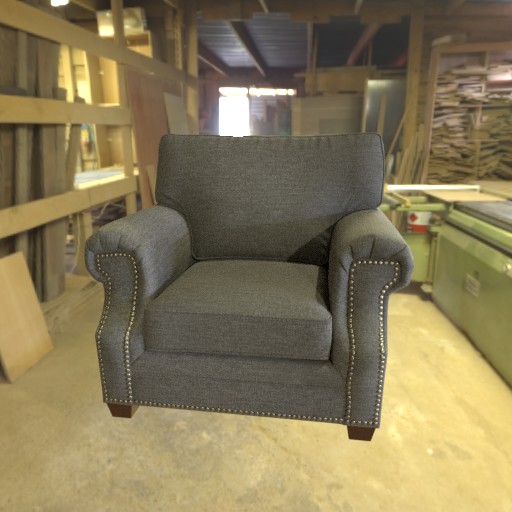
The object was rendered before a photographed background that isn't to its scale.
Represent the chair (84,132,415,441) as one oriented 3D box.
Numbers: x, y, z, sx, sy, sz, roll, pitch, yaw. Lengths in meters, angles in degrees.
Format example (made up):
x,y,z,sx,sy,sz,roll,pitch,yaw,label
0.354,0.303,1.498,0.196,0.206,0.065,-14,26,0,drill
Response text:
x,y,z,sx,sy,sz,roll,pitch,yaw,label
0.000,0.000,1.779,1.092,0.961,0.965,2,15,8,chair
